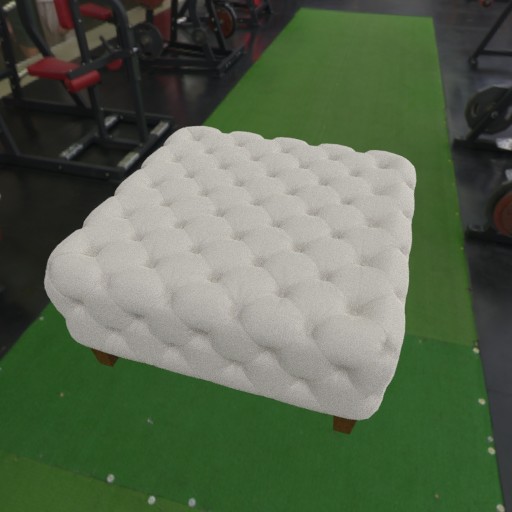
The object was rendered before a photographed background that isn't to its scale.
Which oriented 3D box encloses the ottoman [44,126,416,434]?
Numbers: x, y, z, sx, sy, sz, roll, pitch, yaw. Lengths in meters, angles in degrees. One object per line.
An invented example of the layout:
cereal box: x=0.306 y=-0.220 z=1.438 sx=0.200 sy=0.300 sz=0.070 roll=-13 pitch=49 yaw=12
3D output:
ottoman: x=0.000 y=0.000 z=1.203 sx=0.755 sy=0.376 sz=0.753 roll=12 pitch=42 yaw=13
